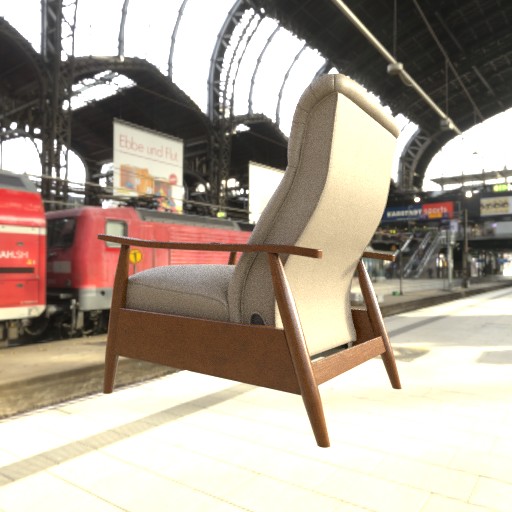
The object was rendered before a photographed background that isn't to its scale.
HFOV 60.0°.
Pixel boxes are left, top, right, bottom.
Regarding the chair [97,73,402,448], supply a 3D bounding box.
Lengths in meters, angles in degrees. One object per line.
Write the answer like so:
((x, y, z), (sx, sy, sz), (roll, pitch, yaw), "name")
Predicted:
((0.000, 0.000, 1.796), (1.032, 1.082, 0.762), (-1, -2, 34), "chair")
